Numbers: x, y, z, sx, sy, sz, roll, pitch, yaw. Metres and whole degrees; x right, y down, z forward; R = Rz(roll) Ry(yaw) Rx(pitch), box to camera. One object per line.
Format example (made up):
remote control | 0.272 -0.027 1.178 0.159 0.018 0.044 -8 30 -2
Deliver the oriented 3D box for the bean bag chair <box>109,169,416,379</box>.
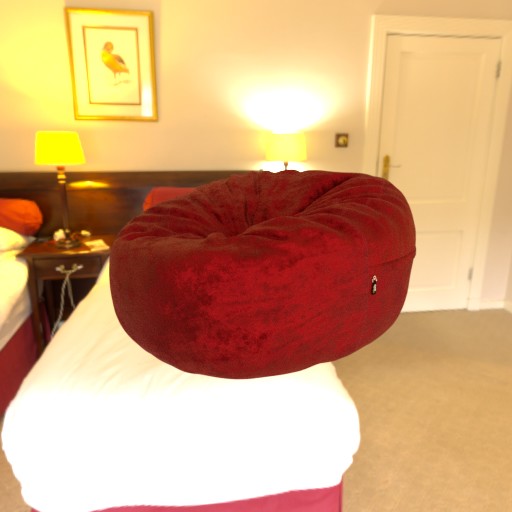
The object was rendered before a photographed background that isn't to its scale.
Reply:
bean bag chair | 0.000 0.000 2.437 1.524 0.878 1.524 15 21 42
